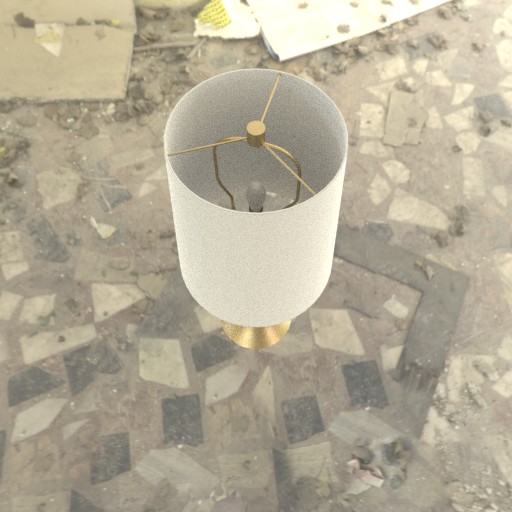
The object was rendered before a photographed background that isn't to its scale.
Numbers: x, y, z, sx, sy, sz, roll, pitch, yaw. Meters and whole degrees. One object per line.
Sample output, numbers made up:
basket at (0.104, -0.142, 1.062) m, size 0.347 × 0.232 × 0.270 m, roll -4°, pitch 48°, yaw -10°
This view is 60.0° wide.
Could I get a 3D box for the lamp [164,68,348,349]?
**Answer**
lamp at (0.000, 0.000, 0.681) m, size 0.231 × 0.569 × 0.231 m, roll 0°, pitch 64°, yaw 0°
